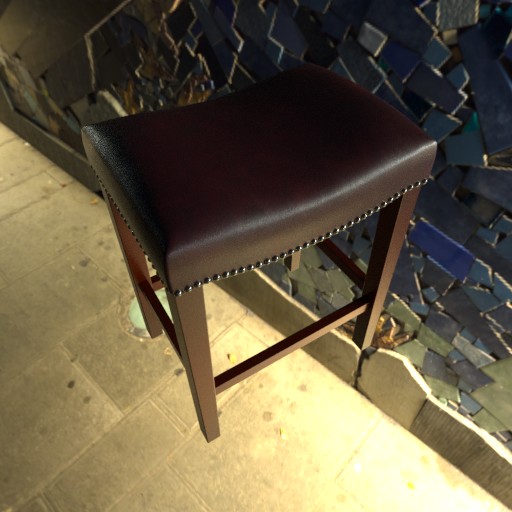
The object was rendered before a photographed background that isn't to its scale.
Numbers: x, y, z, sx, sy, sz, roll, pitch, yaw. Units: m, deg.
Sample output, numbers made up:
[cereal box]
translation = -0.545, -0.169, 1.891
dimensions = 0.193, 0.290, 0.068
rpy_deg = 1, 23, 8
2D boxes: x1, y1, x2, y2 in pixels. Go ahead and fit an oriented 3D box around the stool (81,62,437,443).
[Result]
[stool]
translation = 0.000, 0.000, 0.967
dimensions = 0.504, 0.657, 0.372
rpy_deg = -24, 52, -21
